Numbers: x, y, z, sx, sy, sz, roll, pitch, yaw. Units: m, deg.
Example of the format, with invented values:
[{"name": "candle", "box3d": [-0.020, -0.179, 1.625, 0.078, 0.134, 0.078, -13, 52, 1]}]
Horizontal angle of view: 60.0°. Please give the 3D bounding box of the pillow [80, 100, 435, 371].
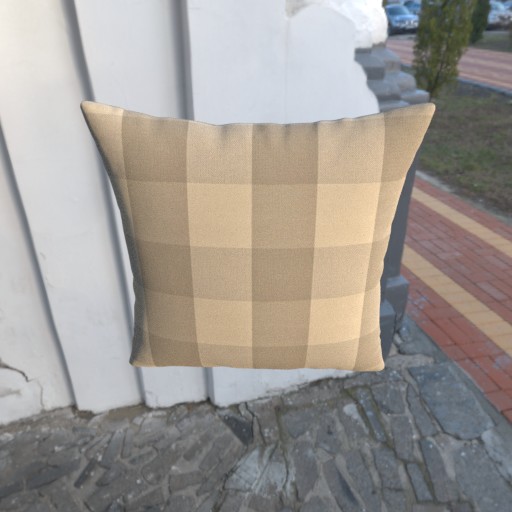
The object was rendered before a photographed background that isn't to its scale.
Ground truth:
[{"name": "pillow", "box3d": [0.000, 0.000, 0.761, 0.511, 0.509, 0.161, 1, 30, 1]}]
